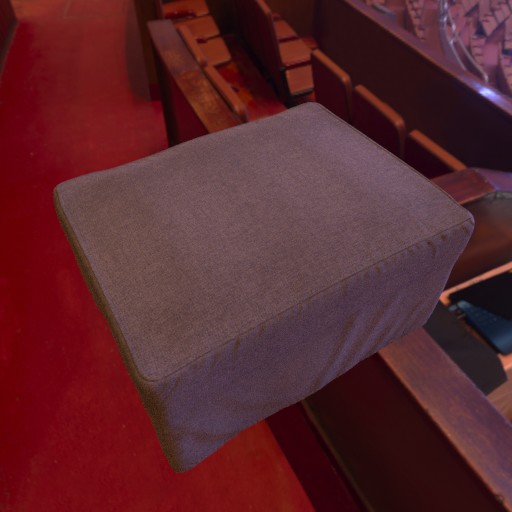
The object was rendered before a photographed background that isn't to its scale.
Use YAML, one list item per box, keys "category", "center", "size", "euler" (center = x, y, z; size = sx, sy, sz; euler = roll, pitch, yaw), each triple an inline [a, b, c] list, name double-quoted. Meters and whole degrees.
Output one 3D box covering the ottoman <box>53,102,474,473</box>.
- category: "ottoman"
  center: [0.000, 0.000, 1.191]
  size: [0.833, 0.492, 0.652]
  euler: [-24, 51, -21]
